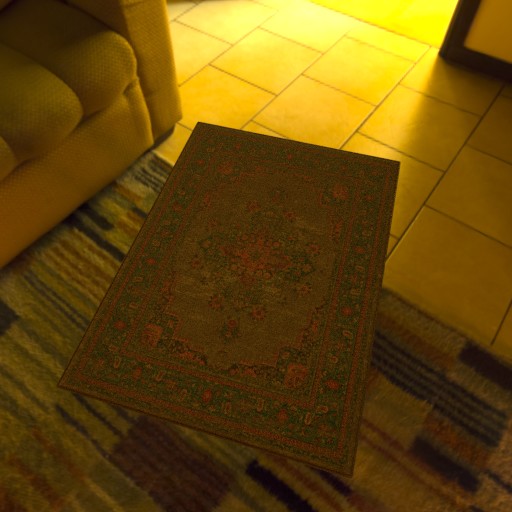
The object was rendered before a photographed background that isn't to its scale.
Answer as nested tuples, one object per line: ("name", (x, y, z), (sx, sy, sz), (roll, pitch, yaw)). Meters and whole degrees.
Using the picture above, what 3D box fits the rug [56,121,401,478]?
("rug", (0.000, 0.000, 2.843), (1.609, 0.013, 2.214), (14, 58, 9))
